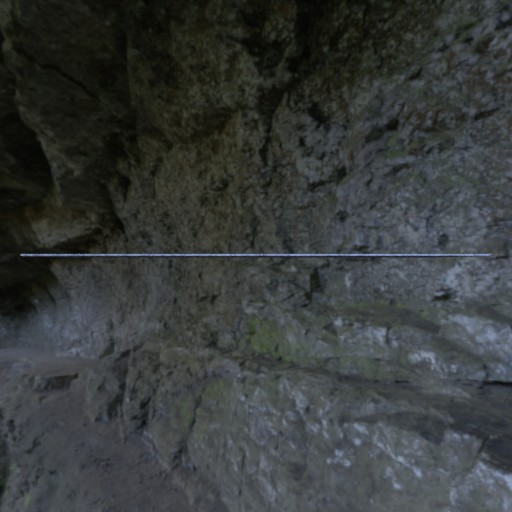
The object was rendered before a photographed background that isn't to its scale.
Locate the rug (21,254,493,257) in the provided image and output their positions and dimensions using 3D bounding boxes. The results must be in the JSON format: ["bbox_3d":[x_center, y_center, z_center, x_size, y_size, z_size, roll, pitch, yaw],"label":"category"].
[{"bbox_3d":[0.000,0.000,2.666,2.436,0.013,0.807,0,-1,0],"label":"rug"}]
